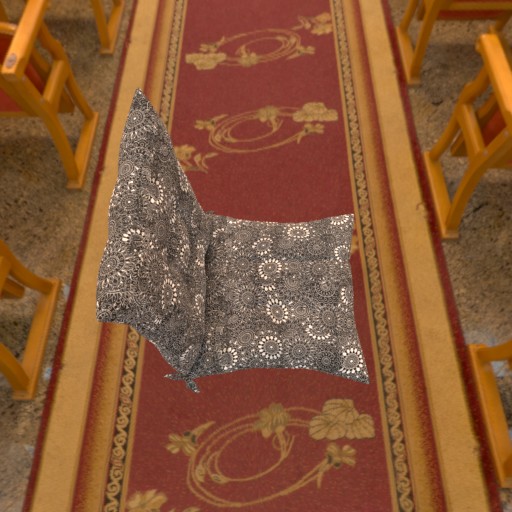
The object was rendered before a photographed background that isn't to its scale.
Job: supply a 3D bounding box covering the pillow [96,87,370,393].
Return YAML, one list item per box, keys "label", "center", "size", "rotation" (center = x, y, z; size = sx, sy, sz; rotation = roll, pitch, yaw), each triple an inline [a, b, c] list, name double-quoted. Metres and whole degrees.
- label: "pillow"
  center: [0.000, 0.000, 1.036]
  size: [0.585, 0.536, 0.541]
  rotation: [1, 63, 0]
